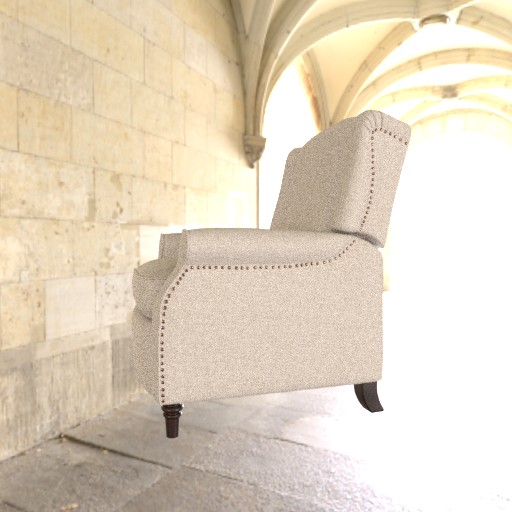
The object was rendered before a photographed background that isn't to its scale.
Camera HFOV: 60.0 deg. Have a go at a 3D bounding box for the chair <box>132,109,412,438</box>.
[{"bbox_3d":[0.000,0.000,1.674,0.902,1.035,0.742,-1,2,-18],"label":"chair"}]
